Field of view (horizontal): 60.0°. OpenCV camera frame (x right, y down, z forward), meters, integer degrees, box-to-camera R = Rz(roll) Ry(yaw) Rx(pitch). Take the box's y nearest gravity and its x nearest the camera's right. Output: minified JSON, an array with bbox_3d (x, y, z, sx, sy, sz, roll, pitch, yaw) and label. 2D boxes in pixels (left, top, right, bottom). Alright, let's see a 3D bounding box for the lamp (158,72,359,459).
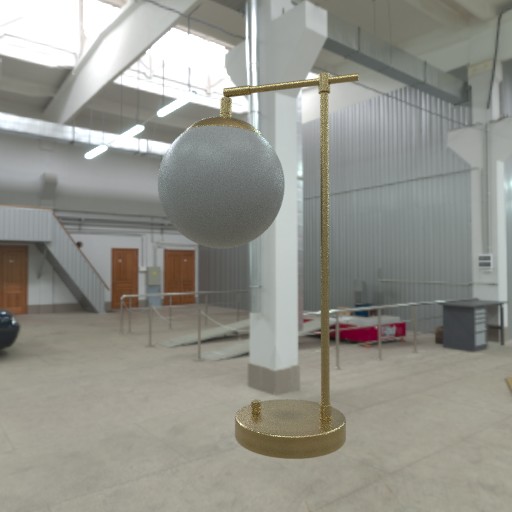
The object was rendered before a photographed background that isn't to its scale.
[{"bbox_3d":[0.000,0.000,0.711,0.324,0.559,0.207,0,-1,17],"label":"lamp"}]
